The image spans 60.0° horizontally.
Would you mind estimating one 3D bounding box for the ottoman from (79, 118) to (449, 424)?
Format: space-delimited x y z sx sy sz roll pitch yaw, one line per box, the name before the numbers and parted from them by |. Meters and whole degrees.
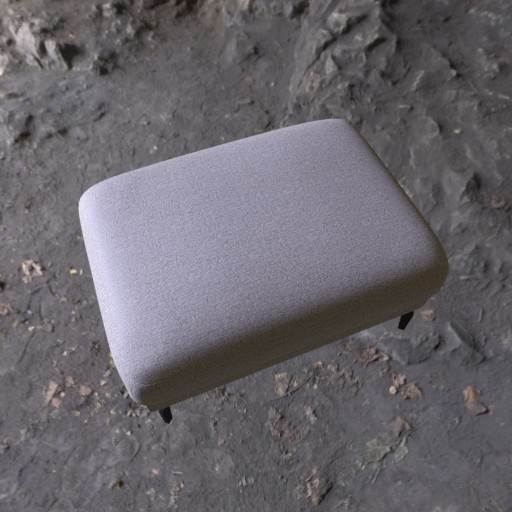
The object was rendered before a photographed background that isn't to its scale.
ottoman | 0.000 0.000 1.145 0.772 0.420 0.568 -19 60 -11
